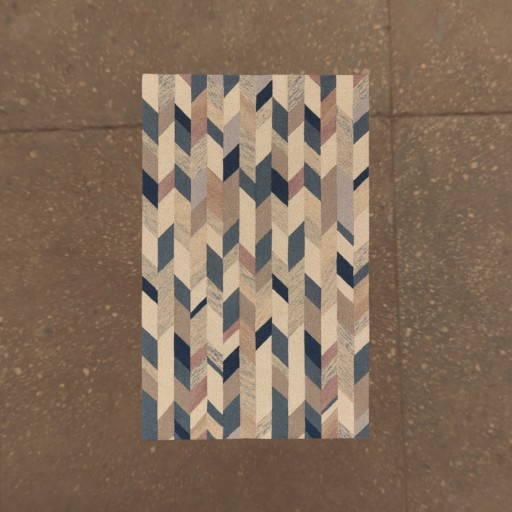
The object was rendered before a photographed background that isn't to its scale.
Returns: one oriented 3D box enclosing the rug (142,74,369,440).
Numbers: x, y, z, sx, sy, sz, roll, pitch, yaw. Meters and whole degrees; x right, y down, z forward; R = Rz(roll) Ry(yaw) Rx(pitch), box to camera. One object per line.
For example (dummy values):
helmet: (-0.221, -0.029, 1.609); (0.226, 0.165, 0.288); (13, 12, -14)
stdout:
rug: (0.000, 0.000, 2.942); (1.513, 0.008, 2.423); (0, 89, -1)
